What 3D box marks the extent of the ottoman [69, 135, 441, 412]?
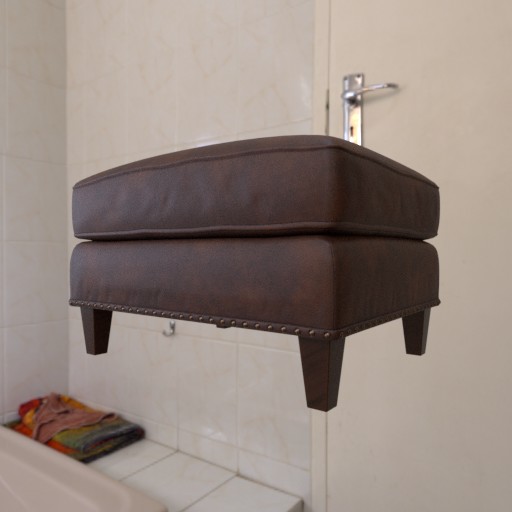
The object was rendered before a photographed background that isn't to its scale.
[{"bbox_3d":[0.000,0.000,1.102,0.742,0.486,0.586,0,1,37],"label":"ottoman"}]
